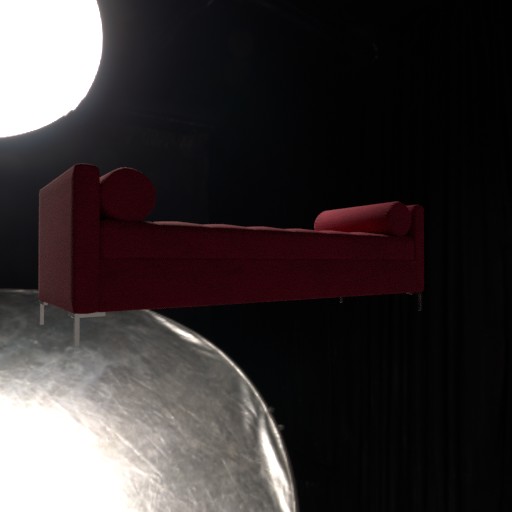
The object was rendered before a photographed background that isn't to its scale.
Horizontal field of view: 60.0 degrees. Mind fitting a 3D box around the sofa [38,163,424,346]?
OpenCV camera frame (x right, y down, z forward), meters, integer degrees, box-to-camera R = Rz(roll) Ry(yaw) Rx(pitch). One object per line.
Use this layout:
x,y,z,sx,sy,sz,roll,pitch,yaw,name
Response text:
0.000,0.000,2.337,1.981,0.635,0.686,1,-1,-35,sofa
